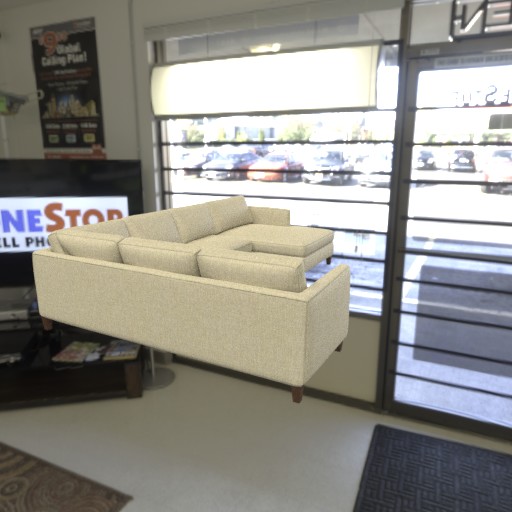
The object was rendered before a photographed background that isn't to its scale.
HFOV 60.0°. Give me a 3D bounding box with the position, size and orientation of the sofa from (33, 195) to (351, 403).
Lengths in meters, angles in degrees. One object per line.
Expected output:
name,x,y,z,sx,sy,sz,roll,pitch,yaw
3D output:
sofa,0.000,0.000,4.660,2.551,0.889,3.403,8,16,28
